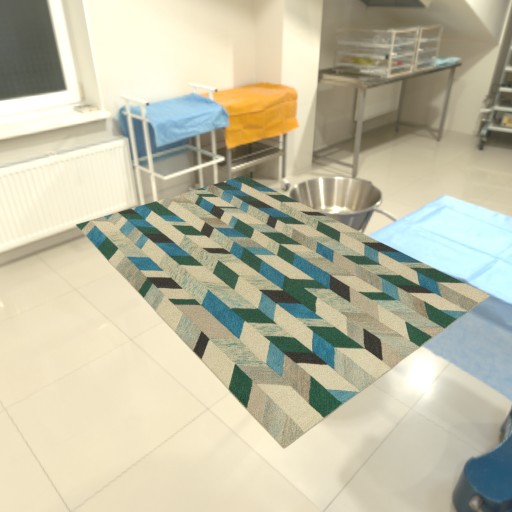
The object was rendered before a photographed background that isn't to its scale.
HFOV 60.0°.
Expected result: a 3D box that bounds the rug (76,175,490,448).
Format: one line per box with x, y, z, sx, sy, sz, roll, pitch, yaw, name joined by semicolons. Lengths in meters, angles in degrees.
0.000;0.000;2.262;1.229;0.005;1.827;-23;38;-32;rug
